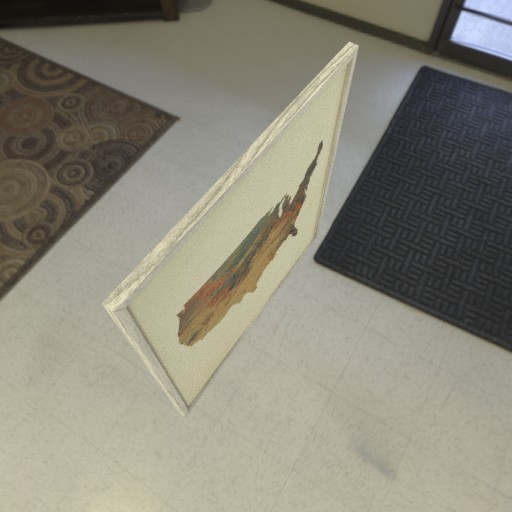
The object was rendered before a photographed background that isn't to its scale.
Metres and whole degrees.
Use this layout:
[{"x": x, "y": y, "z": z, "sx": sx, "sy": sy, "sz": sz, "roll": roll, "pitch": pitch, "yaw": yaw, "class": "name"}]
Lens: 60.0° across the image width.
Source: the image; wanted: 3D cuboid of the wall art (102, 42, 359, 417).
[{"x": 0.000, "y": 0.000, "z": 0.754, "sx": 0.016, "sy": 0.507, "sz": 0.508, "roll": 30, "pitch": 64, "yaw": 17, "class": "wall art"}]
